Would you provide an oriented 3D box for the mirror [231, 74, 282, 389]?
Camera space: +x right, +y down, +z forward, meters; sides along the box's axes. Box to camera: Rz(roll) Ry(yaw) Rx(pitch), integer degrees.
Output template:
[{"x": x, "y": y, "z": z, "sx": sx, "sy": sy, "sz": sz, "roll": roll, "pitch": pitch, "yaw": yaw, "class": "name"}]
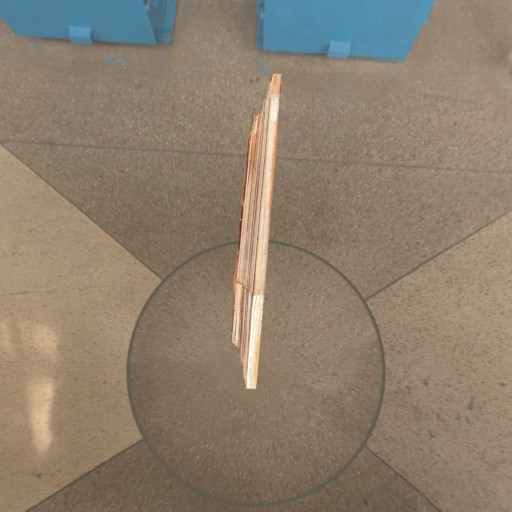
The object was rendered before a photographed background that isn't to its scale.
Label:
[{"x": 0.000, "y": 0.000, "z": 1.303, "sx": 0.061, "sy": 1.015, "sz": 0.709, "roll": 5, "pitch": 76, "yaw": 1, "class": "mirror"}]
